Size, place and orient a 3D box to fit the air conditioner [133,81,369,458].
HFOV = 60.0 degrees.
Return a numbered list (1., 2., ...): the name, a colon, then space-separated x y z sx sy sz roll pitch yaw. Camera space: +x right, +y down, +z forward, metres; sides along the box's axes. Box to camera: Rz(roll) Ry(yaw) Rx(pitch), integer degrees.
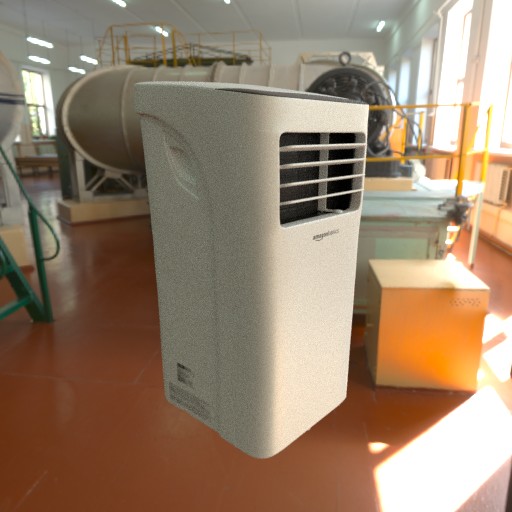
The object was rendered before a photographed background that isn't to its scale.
1. air conditioner: 0.000 0.000 0.957 0.369 0.716 0.352 14 21 41
